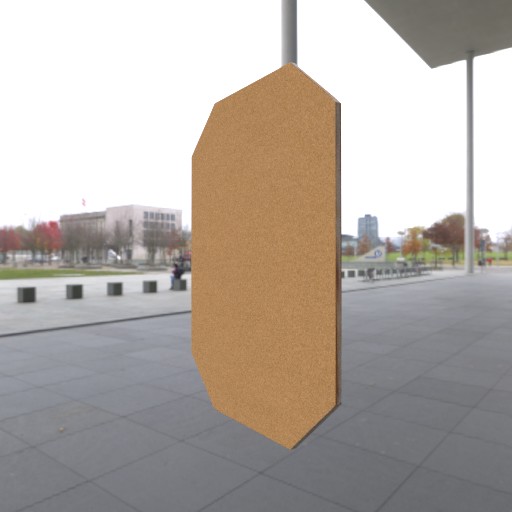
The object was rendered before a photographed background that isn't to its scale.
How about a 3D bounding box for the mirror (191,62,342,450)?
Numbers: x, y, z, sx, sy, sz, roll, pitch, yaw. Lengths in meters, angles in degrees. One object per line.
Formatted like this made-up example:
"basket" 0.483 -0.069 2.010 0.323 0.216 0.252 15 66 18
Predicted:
"mirror" 0.000 0.000 1.333 0.061 1.015 0.709 0 0 -36
